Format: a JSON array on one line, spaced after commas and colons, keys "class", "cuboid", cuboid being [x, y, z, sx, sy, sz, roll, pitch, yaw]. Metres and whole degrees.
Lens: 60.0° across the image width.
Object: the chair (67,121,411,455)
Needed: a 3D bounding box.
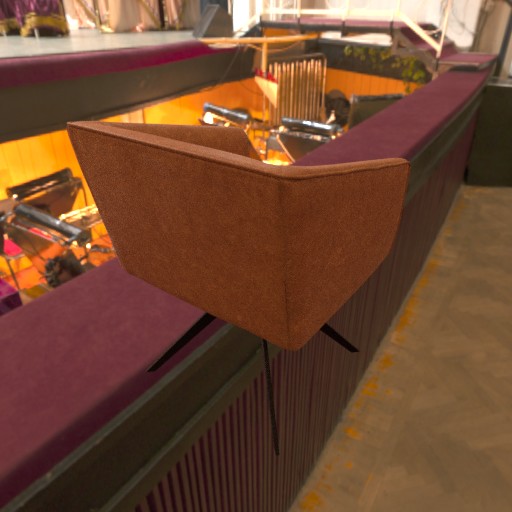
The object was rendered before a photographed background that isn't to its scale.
[{"class": "chair", "cuboid": [0.000, 0.000, 1.207, 0.588, 0.760, 0.625, 20, 36, 31]}]
